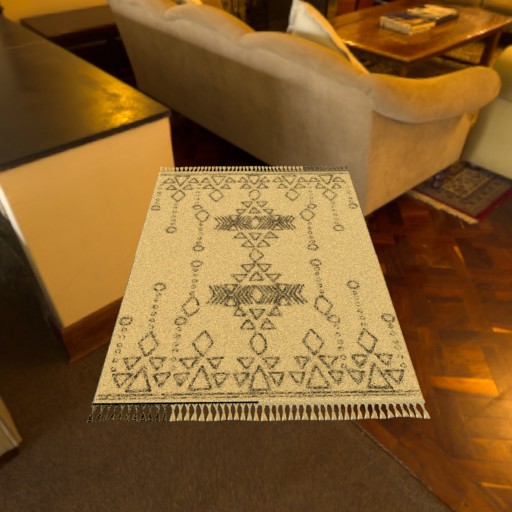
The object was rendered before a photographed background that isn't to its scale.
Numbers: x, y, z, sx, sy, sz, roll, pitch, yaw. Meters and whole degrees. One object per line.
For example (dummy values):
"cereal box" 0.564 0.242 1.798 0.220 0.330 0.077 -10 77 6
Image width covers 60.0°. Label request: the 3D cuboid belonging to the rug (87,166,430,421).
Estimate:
"rug" 0.000 0.000 2.931 1.600 0.013 2.312 0 41 -1
